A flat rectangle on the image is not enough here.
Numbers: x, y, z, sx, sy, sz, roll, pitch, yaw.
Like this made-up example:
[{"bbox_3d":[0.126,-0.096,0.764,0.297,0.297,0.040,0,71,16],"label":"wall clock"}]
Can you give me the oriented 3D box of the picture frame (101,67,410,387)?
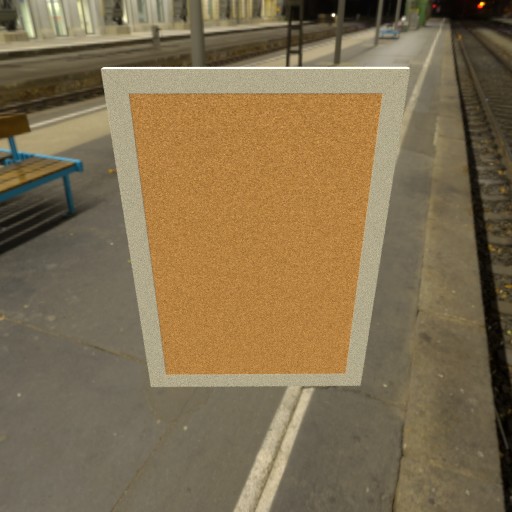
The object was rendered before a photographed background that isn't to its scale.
[{"bbox_3d":[0.000,0.000,0.584,0.326,0.459,0.011,0,29,0],"label":"picture frame"}]
